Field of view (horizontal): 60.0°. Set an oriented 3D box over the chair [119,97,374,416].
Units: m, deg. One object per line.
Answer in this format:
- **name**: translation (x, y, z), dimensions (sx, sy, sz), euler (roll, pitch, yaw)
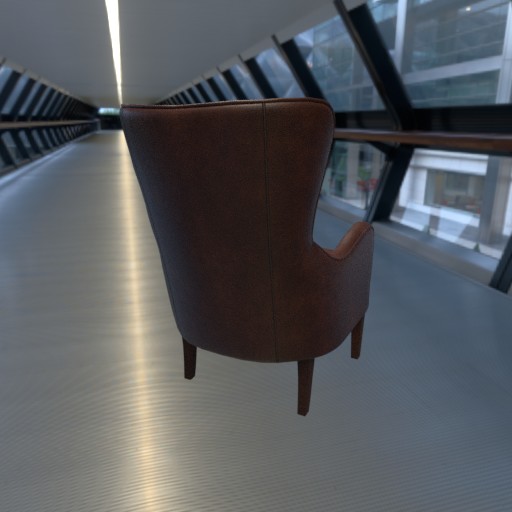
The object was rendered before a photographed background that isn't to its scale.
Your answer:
- **chair**: translation (0.000, 0.000, 1.633), dimensions (0.692, 1.048, 0.914), euler (8, 18, 27)
